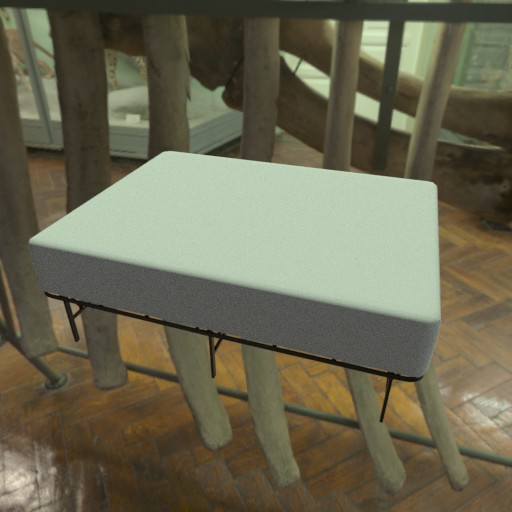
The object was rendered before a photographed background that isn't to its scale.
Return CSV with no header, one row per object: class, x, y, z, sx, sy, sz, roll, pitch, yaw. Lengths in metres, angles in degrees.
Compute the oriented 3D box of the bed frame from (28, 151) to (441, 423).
bed frame,0.000,0.000,2.776,2.037,0.677,1.528,10,34,16
